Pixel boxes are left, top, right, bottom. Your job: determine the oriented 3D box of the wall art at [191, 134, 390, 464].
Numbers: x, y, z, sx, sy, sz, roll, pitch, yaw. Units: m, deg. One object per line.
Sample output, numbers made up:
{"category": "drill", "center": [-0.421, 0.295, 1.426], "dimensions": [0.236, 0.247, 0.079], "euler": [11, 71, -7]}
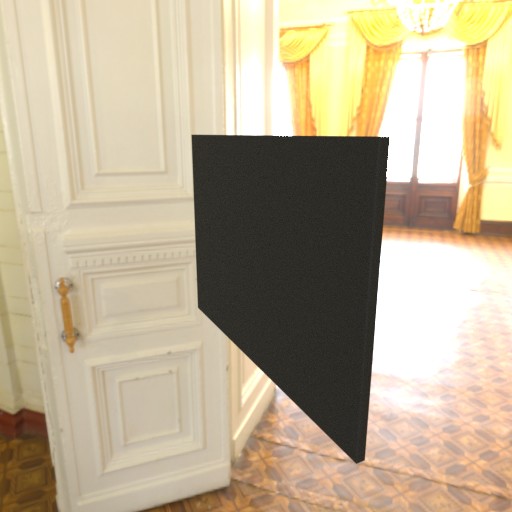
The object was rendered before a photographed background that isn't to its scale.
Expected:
{"category": "wall art", "center": [0.000, 0.000, 1.255], "dimensions": [0.049, 0.659, 0.964], "euler": [-7, 17, -25]}
